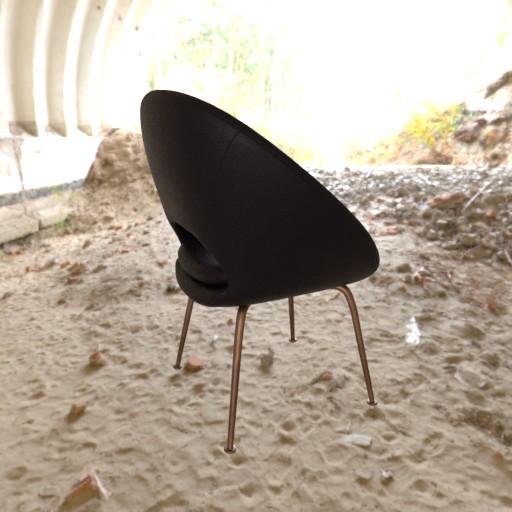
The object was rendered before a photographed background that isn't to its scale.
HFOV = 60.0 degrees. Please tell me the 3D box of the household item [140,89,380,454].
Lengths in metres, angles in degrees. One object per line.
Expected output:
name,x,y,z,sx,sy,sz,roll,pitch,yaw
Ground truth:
household item,0.000,0.000,1.243,0.573,0.852,0.623,-8,17,-25
